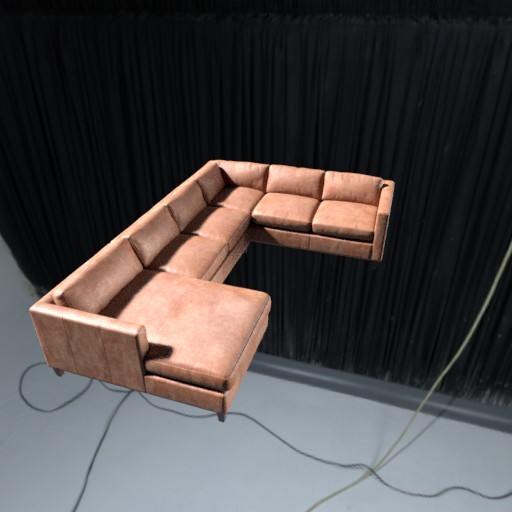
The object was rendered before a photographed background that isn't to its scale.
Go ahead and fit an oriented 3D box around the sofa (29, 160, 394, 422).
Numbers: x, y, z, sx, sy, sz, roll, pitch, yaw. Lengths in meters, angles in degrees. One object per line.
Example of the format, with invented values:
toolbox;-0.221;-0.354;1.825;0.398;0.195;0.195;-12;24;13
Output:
sofa;0.000;0.000;4.465;2.430;0.832;3.401;10;33;15
